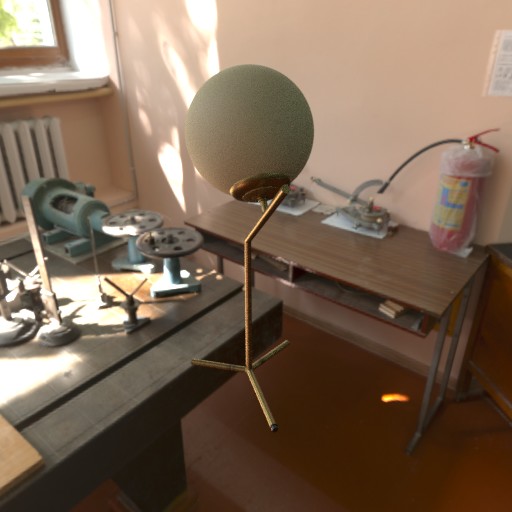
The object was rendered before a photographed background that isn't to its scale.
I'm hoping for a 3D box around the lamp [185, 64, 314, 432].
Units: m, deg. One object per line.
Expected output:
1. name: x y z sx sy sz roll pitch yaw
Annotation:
1. lamp: 0.000 0.000 0.699 0.210 0.552 0.251 -8 28 -15
